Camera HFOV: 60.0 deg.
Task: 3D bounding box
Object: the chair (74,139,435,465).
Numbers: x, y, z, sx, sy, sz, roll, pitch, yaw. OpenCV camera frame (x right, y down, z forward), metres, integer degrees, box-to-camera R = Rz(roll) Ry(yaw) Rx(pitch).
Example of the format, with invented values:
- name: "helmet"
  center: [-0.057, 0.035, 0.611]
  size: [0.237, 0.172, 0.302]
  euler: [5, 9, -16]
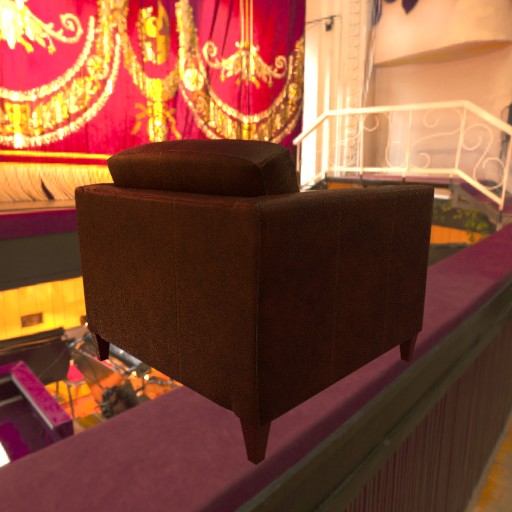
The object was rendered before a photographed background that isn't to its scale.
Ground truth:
- name: "chair"
  center: [0.000, 0.000, 1.729]
  size: [0.990, 0.864, 0.975]
  euler: [12, 17, 43]
